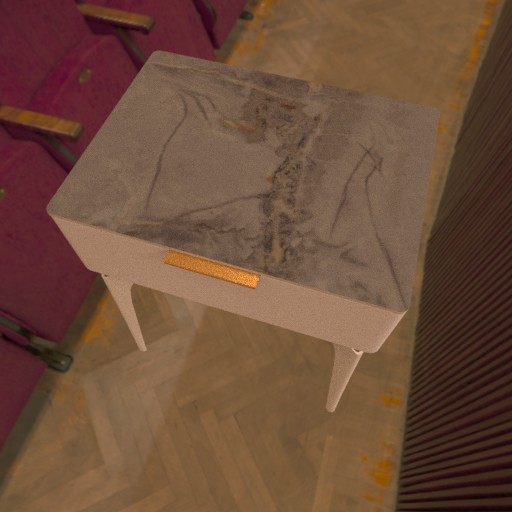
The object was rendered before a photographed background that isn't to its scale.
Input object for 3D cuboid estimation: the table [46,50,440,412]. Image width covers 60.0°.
[{"bbox_3d":[0.000,0.000,0.904,0.500,0.570,0.400,15,61,9],"label":"table"}]
